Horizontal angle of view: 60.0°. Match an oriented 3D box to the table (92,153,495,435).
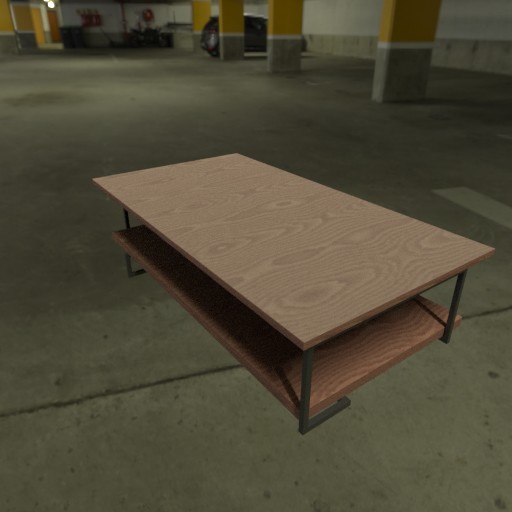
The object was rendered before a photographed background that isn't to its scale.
[{"bbox_3d":[0.000,0.000,1.478,0.651,0.347,1.197,-18,32,-31],"label":"table"}]
